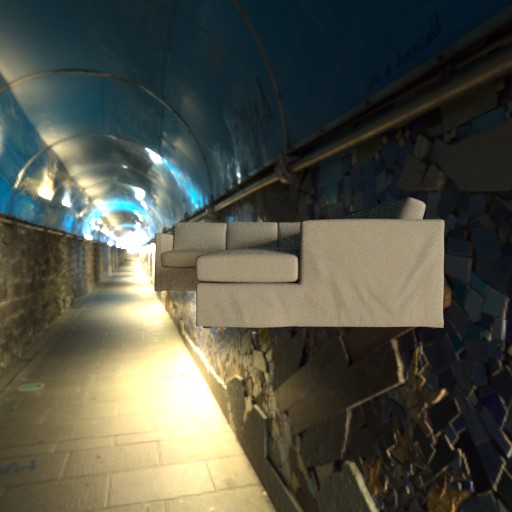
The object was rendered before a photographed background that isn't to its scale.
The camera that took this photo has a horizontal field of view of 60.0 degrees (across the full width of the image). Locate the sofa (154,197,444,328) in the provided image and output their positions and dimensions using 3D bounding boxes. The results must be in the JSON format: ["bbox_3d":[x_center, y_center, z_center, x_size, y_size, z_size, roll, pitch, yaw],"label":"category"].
[{"bbox_3d":[0.000,0.000,4.525,2.427,0.882,3.460,0,1,0],"label":"sofa"}]
